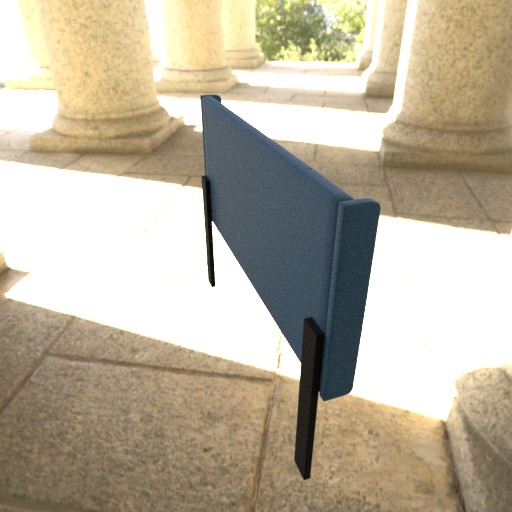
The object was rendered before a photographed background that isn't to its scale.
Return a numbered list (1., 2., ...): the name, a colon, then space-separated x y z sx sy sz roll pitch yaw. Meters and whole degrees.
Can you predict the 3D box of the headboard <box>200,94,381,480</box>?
1. headboard: 0.000 0.000 2.690 0.184 1.524 2.051 -10 32 -17
